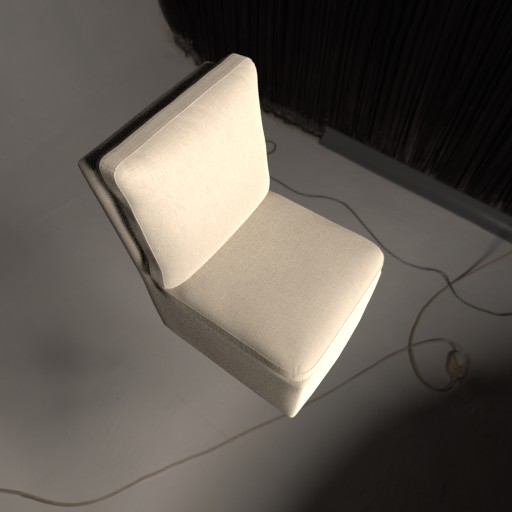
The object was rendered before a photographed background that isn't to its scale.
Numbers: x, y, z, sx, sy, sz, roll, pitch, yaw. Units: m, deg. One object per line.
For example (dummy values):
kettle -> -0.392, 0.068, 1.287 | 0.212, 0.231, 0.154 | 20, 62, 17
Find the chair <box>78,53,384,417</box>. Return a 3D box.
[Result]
chair -> 0.000, 0.000, 1.347 | 0.698, 0.927, 0.503 | 32, 63, 18
